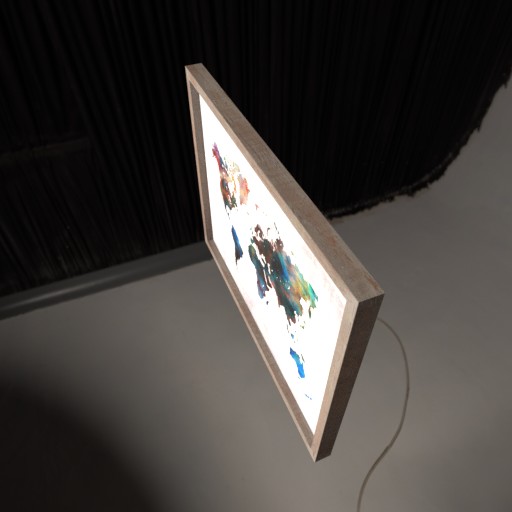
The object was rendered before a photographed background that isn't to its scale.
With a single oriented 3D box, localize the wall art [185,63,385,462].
[{"bbox_3d":[0.000,0.000,1.772,0.070,1.009,1.320,-17,49,-16],"label":"wall art"}]
